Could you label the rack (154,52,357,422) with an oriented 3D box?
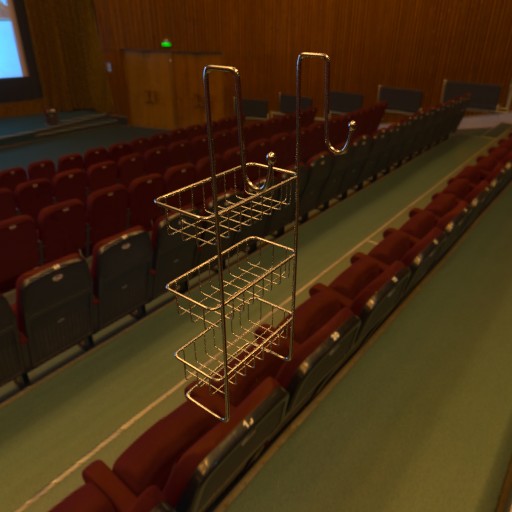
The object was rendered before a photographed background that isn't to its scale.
[{"bbox_3d":[0.000,0.000,0.698,0.202,0.574,0.228,21,35,32],"label":"rack"}]
